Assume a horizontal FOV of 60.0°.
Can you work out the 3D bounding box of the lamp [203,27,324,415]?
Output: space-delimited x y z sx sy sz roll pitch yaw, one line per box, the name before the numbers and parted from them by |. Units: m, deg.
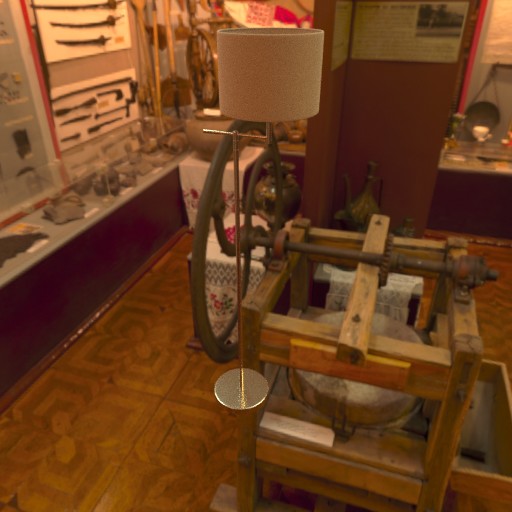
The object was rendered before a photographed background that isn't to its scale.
lamp | 0.000 0.000 1.759 0.416 1.600 0.324 10 32 17
